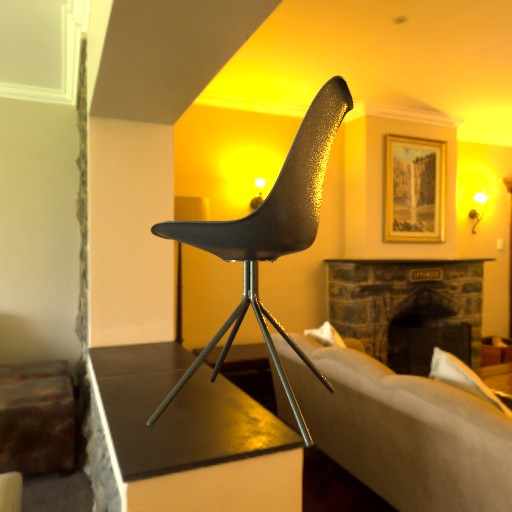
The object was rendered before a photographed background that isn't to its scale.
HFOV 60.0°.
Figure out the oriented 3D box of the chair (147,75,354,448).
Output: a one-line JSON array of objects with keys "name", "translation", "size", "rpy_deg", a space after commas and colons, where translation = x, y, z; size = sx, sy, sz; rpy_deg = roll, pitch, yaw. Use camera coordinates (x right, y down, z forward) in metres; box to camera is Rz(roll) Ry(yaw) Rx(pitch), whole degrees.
[{"name": "chair", "translation": [0.000, 0.000, 1.226], "size": [0.525, 0.850, 0.461], "rpy_deg": [0, 0, 17]}]
